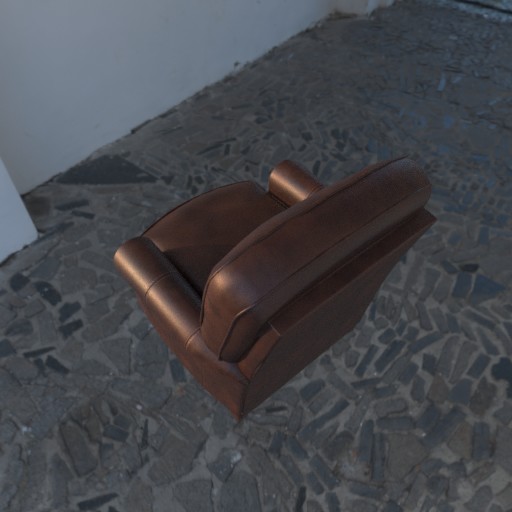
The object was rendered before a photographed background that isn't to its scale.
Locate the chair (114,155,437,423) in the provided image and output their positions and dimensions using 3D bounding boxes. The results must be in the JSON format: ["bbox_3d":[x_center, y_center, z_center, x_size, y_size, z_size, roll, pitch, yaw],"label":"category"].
[{"bbox_3d":[0.000,0.000,1.755,0.936,1.018,0.986,-32,55,-26],"label":"chair"}]
